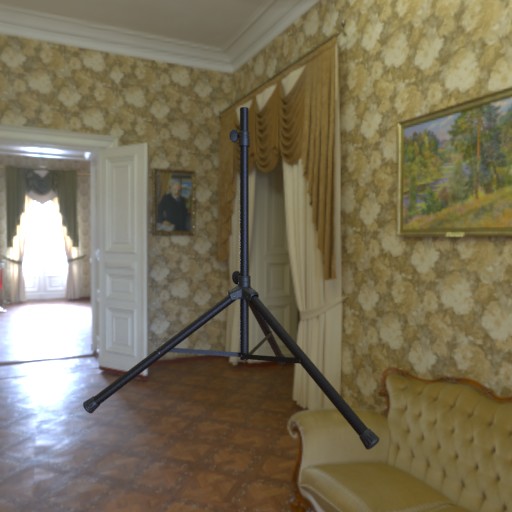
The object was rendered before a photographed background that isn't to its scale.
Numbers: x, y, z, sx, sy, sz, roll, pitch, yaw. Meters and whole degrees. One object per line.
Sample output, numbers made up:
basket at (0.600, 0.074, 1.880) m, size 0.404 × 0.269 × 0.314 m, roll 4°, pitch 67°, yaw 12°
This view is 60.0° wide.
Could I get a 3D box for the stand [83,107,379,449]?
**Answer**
stand at (0.000, 0.000, 1.854) m, size 1.045 × 1.136 × 0.907 m, roll 1°, pitch 2°, yaw 18°
